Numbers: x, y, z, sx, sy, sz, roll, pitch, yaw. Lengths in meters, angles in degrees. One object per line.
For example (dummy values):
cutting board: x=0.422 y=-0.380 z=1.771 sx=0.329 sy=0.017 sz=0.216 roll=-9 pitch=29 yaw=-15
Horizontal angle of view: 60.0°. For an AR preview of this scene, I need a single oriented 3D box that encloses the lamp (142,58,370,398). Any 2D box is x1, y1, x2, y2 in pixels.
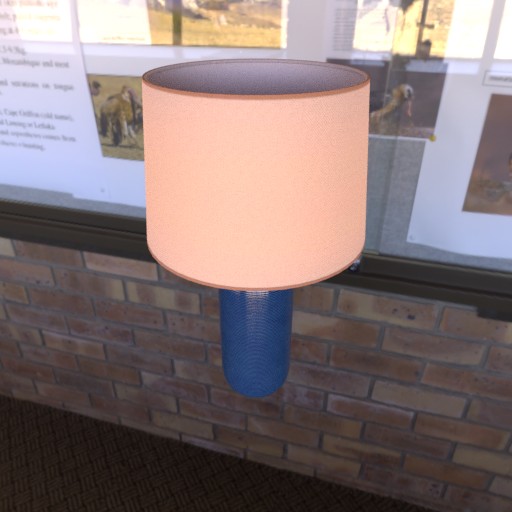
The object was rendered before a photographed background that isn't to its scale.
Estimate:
lamp: x=0.000 y=0.000 z=0.790 sx=0.367 sy=0.609 sz=0.367 roll=0 pitch=31 yaw=0
